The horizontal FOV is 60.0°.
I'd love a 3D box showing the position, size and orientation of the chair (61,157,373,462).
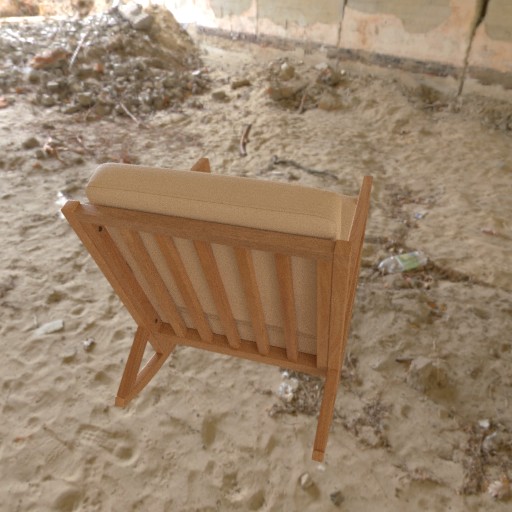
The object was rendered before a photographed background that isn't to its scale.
[{"bbox_3d":[0.000,0.000,1.396,0.622,0.790,0.857,9,34,14],"label":"chair"}]
